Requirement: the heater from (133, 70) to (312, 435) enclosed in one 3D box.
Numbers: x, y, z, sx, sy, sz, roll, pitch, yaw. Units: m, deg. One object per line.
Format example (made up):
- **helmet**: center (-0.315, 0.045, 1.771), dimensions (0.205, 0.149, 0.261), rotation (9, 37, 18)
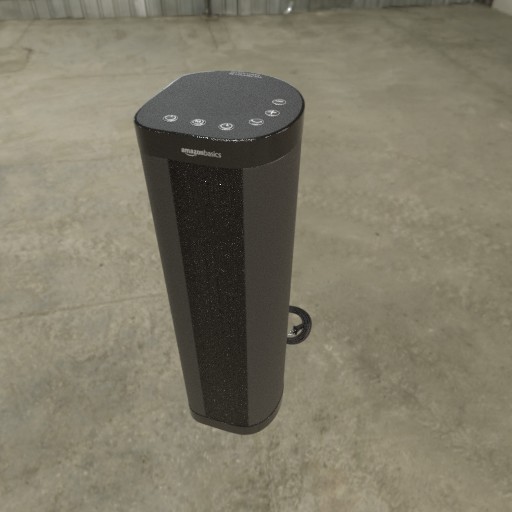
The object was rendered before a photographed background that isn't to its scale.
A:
- **heater**: center (0.000, 0.000, 0.692), dimensions (0.174, 0.552, 0.312), rotation (12, 43, 13)
